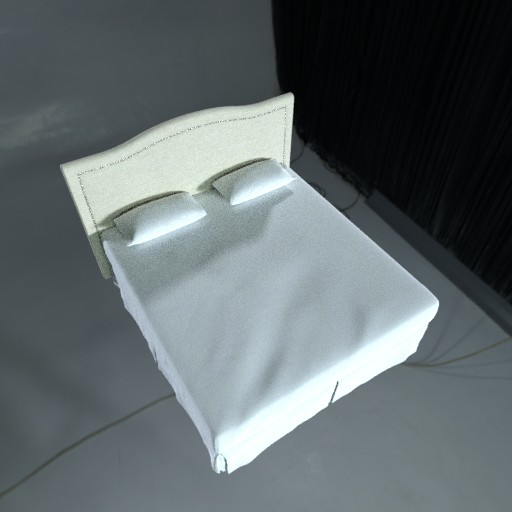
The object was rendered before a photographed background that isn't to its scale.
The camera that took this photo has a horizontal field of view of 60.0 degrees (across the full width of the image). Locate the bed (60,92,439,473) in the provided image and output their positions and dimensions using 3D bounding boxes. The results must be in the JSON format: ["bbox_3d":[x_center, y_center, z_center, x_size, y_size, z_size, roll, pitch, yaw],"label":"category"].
[{"bbox_3d":[0.000,0.000,3.474,2.083,1.421,2.182,-25,52,-21],"label":"bed"}]
